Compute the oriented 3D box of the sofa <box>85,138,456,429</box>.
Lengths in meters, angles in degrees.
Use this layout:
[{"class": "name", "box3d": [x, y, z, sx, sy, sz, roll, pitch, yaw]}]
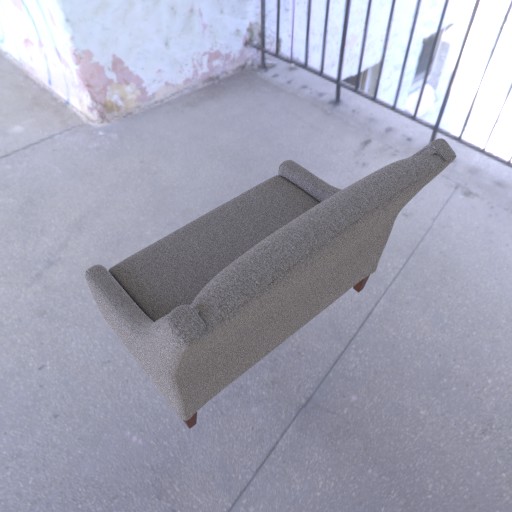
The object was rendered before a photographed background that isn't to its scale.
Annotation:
[{"class": "sofa", "box3d": [0.000, 0.000, 1.923, 1.242, 1.026, 0.862, -33, 56, -26]}]
